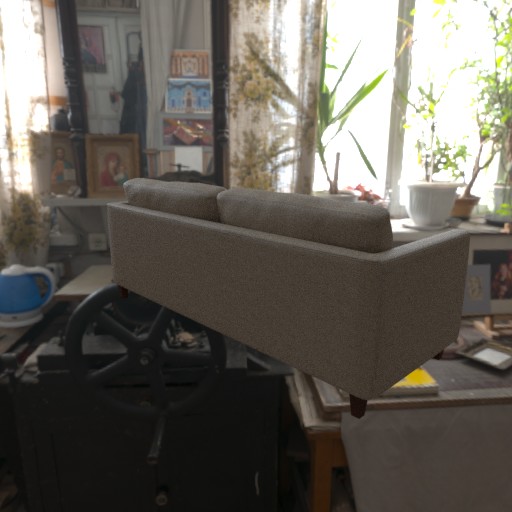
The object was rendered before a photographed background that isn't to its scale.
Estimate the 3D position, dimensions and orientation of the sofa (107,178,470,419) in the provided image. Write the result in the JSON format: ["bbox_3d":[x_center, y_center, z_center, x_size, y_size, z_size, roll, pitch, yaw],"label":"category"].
[{"bbox_3d":[0.000,0.000,2.977,0.951,0.965,2.434,-13,19,-42],"label":"sofa"}]
